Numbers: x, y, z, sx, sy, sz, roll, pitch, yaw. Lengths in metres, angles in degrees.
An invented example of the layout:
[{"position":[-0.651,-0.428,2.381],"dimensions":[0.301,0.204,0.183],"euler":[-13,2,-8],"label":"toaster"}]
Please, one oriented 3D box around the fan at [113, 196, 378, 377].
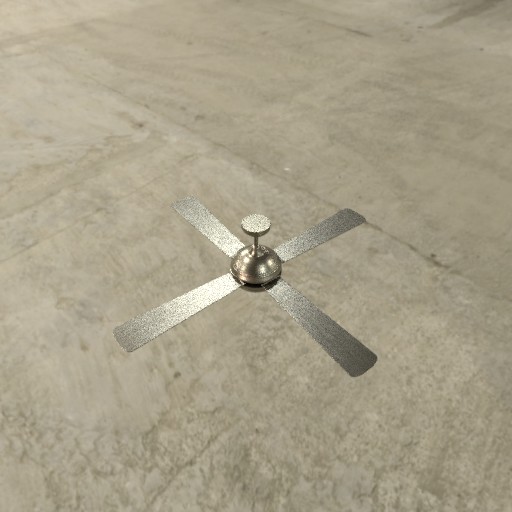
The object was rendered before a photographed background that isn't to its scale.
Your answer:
[{"position":[0.000,0.000,2.014],"dimensions":[1.321,0.381,1.321],"euler":[-12,44,-12],"label":"fan"}]
